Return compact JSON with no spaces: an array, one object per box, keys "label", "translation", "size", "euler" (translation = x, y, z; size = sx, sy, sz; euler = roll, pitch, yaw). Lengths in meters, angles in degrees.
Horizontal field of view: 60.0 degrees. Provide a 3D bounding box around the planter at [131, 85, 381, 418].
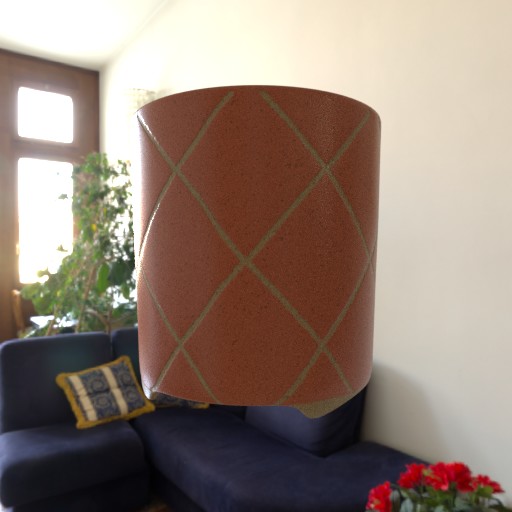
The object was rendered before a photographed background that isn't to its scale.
[{"label":"planter","translation":[0.000,0.000,0.351],"size":[0.191,0.200,0.191],"euler":[0,0,0]}]
